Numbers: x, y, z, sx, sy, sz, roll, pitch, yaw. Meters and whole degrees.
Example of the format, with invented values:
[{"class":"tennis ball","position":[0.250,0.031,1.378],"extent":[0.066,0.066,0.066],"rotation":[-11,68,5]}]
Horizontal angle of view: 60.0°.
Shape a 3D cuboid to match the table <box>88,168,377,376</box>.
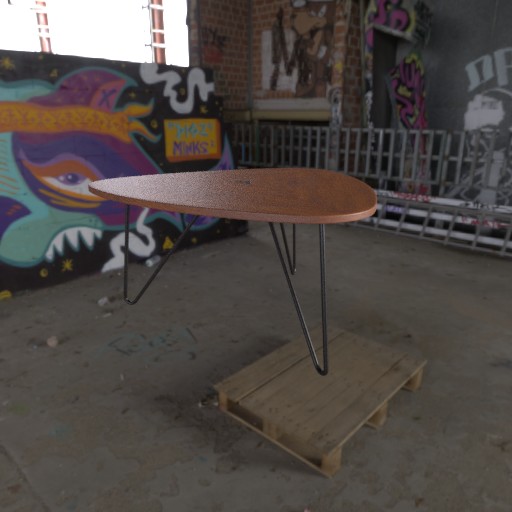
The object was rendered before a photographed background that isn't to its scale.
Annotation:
[{"class":"table","position":[0.000,0.000,1.312],"extent":[0.833,0.413,0.821],"rotation":[-9,20,-26]}]
